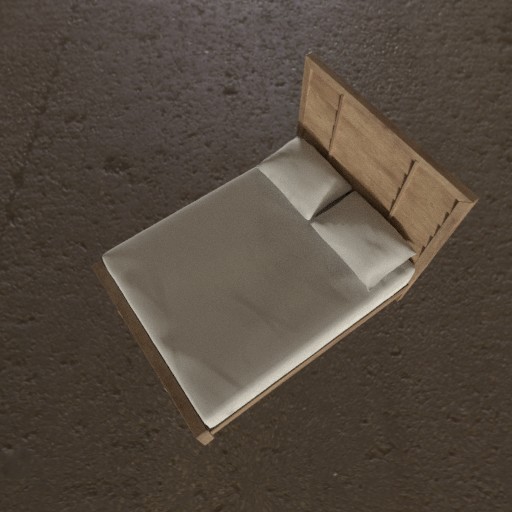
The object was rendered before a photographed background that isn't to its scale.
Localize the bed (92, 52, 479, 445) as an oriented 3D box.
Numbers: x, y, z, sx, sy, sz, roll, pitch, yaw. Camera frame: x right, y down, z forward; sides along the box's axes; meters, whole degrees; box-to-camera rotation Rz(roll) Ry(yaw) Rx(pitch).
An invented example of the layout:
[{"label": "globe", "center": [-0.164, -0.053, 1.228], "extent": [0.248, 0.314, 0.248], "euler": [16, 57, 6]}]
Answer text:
[{"label": "bed", "center": [0.000, 0.000, 3.433], "extent": [2.197, 1.626, 1.626], "euler": [-32, 67, -16]}]
